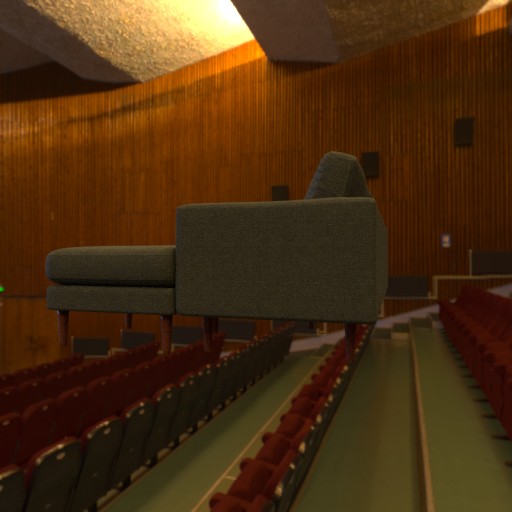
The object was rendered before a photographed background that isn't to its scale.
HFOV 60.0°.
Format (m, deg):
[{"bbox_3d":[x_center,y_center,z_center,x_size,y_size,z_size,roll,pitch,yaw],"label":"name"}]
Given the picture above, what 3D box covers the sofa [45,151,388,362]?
[{"bbox_3d":[0.000,0.000,3.000,1.667,0.957,2.055,0,0,18],"label":"sofa"}]
